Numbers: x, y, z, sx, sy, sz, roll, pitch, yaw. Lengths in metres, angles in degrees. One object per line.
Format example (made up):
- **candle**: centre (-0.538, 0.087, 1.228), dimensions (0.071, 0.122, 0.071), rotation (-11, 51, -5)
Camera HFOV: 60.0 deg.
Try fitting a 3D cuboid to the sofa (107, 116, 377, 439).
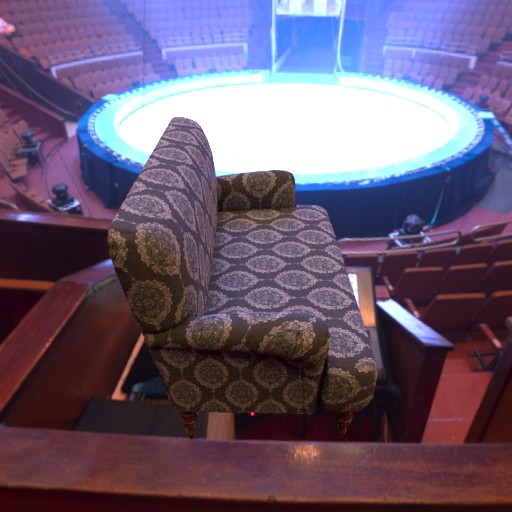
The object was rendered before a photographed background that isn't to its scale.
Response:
- **sofa**: centre (0.000, 0.000, 1.829), dimensions (0.779, 0.867, 1.297), rotation (0, 32, -1)
